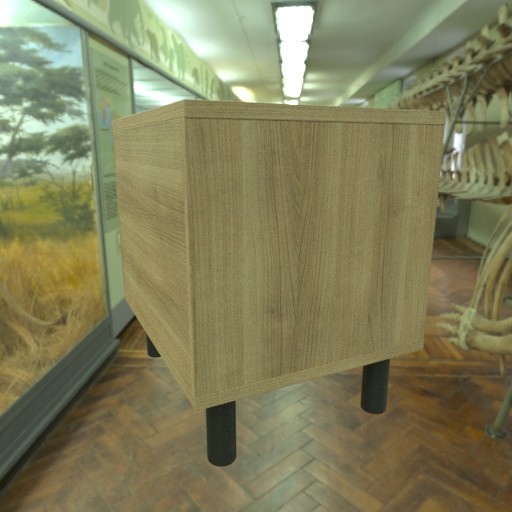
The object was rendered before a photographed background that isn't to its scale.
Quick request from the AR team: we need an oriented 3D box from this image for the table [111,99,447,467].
[{"bbox_3d":[0.000,0.000,0.768,0.380,0.460,0.445,-7,16,-26],"label":"table"}]
